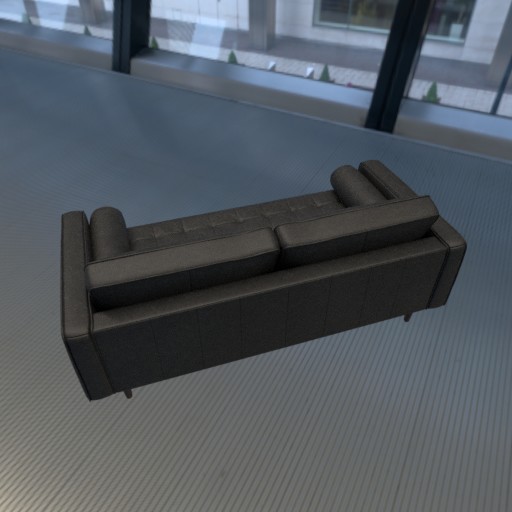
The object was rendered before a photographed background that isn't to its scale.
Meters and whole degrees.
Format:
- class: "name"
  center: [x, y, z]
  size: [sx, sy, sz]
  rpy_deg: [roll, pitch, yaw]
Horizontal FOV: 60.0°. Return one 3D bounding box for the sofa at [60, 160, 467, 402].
- class: "sofa"
  center: [0.000, 0.000, 2.334]
  size: [1.879, 0.770, 0.921]
  rpy_deg: [-12, 42, -14]
